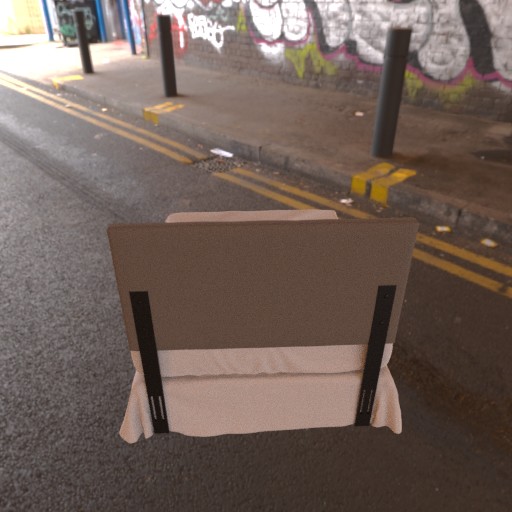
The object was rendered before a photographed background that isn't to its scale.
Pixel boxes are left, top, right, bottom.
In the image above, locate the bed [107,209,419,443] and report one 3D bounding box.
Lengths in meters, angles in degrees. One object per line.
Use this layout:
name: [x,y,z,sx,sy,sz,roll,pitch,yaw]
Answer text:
bed: [0.000,0.000,3.550,1.936,1.577,2.222,-1,31,-2]
